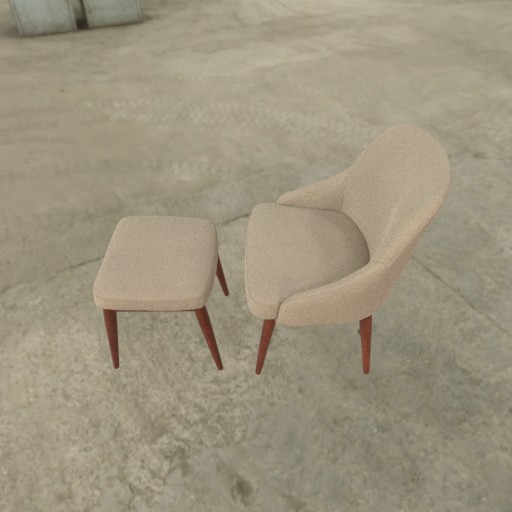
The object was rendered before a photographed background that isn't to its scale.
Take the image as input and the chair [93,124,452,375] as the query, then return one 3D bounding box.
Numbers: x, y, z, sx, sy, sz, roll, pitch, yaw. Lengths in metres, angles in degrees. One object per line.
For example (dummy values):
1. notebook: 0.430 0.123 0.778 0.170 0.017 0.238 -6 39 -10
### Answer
1. chair: 0.000 0.000 1.597 1.114 0.866 0.584 1 43 1
